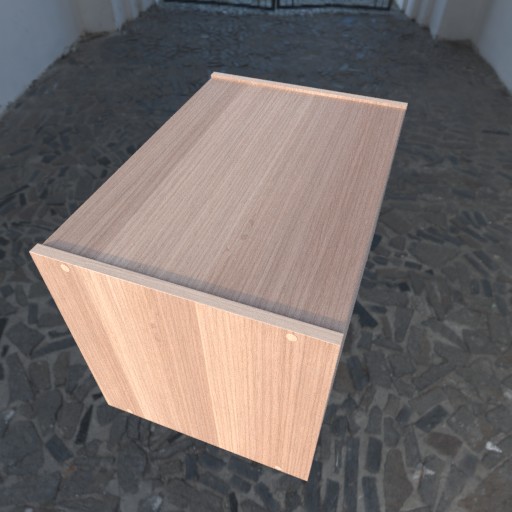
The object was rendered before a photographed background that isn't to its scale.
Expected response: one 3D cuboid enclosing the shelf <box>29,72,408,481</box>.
[{"bbox_3d":[0.000,0.000,0.615,0.290,0.305,0.415,15,48,14],"label":"shelf"}]
